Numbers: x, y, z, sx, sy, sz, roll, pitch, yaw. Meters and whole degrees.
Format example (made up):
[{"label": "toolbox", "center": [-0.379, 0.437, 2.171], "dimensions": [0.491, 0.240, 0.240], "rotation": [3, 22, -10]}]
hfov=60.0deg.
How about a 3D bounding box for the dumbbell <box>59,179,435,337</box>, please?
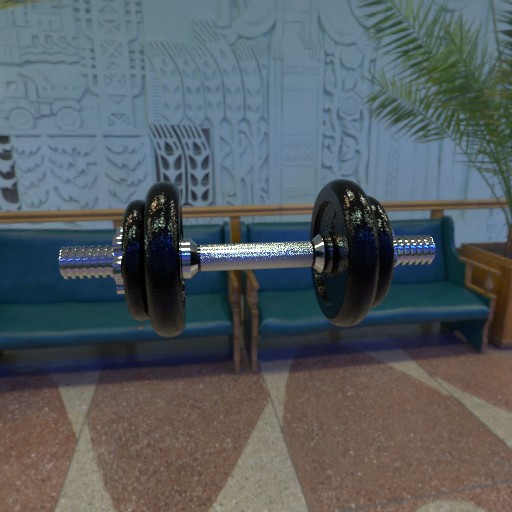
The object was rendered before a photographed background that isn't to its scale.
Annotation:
[{"label": "dumbbell", "center": [0.000, 0.000, 0.597], "dimensions": [0.497, 0.202, 0.202], "rotation": [-2, 16, -7]}]
